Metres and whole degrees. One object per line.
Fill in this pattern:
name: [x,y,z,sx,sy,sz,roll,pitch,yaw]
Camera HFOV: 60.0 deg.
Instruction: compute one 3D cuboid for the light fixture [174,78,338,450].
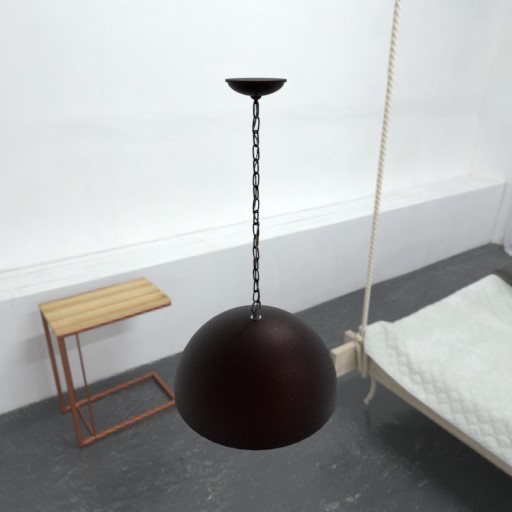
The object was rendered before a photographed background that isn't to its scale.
light fixture: [0.000,0.000,1.172,0.492,0.869,0.492,17,29,33]
